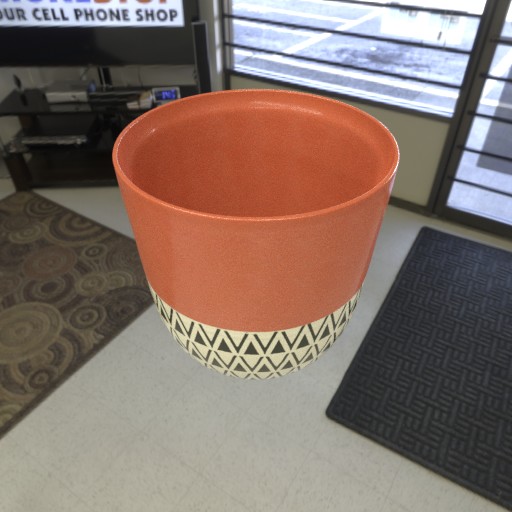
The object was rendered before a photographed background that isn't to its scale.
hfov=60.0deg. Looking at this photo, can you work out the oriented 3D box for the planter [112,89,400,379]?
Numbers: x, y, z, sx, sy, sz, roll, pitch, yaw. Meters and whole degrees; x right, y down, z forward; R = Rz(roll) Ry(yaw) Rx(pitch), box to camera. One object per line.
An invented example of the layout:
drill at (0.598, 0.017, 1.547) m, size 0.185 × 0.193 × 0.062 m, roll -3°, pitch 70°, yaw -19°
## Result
planter at (0.000, 0.000, 0.378) m, size 0.195 × 0.214 × 0.195 m, roll 0°, pitch 40°, yaw 0°
